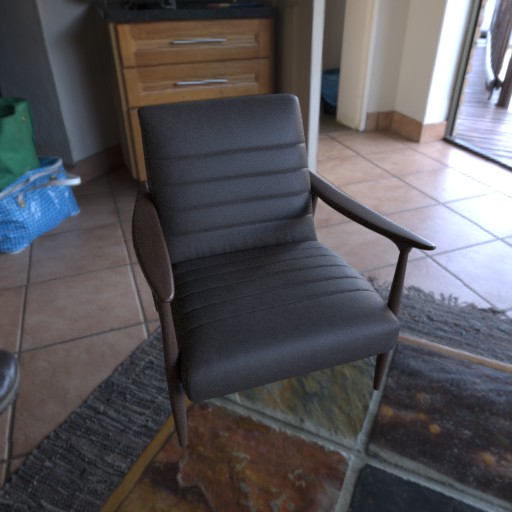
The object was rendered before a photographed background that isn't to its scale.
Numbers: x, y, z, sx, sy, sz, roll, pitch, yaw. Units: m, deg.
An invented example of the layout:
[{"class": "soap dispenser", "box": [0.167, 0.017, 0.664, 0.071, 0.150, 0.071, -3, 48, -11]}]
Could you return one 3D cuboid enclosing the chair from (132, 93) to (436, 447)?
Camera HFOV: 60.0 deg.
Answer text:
[{"class": "chair", "box": [0.000, 0.000, 1.423, 0.741, 0.831, 0.798, -10, 33, -16]}]
